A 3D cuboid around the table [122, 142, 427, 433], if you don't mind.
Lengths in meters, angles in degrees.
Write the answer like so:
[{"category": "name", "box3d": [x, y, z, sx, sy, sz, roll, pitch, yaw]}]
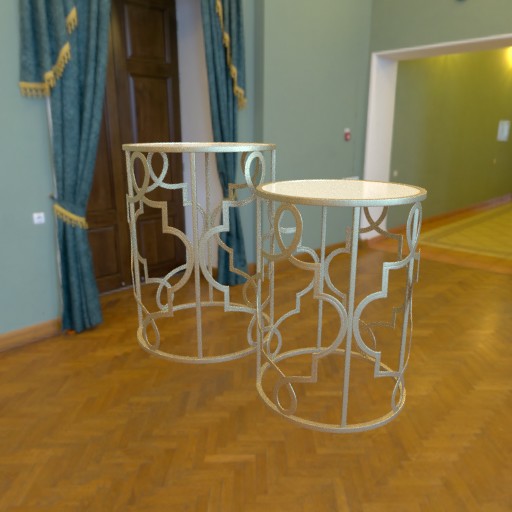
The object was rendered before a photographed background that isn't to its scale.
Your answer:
[{"category": "table", "box3d": [0.000, 0.000, 1.170, 0.846, 0.564, 0.420, 14, 21, 42]}]
